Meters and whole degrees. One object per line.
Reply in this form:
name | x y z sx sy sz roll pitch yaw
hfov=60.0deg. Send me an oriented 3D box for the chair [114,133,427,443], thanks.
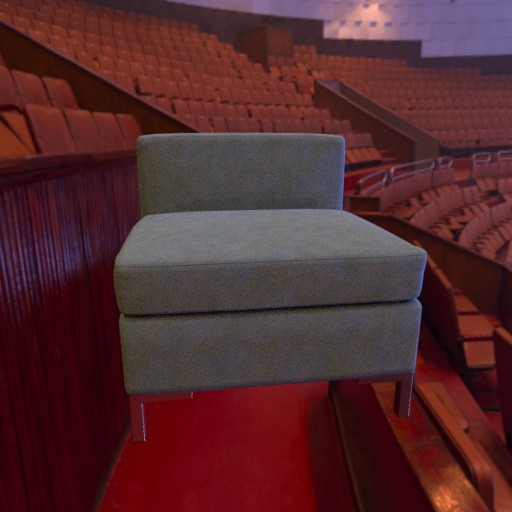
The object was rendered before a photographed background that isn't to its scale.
chair | 0.000 0.000 1.238 0.684 0.660 0.685 -2 16 -8
